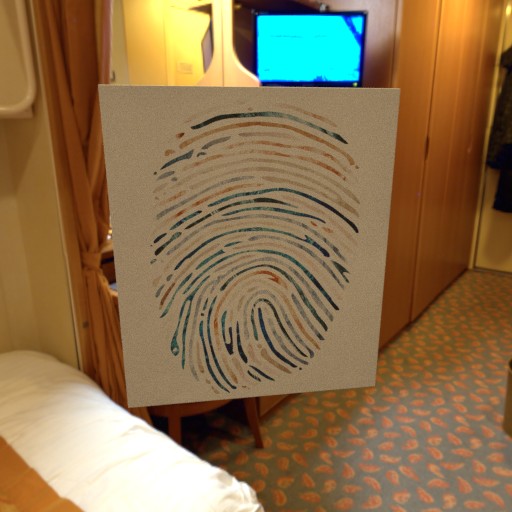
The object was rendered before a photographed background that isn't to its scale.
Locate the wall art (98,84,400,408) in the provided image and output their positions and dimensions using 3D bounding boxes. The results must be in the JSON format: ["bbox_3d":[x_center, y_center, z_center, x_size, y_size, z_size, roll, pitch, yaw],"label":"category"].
[{"bbox_3d":[0.000,0.000,0.994,0.609,0.710,0.021,-2,16,-8],"label":"wall art"}]
